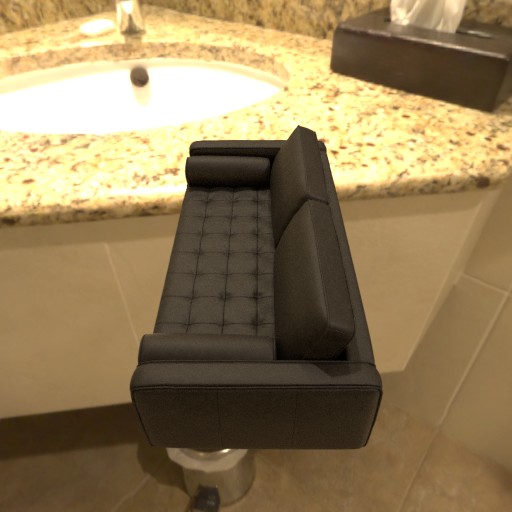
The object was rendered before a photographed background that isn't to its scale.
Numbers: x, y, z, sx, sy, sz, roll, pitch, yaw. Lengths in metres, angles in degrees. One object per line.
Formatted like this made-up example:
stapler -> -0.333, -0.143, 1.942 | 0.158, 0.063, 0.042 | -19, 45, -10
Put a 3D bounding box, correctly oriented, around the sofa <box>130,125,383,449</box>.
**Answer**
sofa -> 0.000, 0.000, 2.347 | 0.921, 0.770, 1.879 | 0, 41, 0
